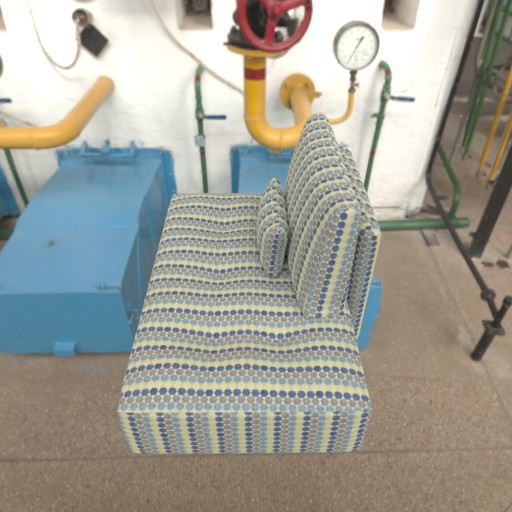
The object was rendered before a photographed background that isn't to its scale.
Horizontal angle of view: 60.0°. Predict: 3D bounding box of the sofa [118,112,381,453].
[{"bbox_3d":[0.000,0.000,2.004,1.000,0.820,1.450,0,40,0],"label":"sofa"}]
